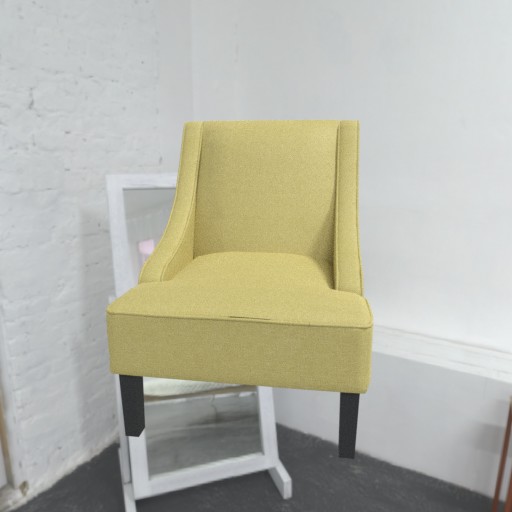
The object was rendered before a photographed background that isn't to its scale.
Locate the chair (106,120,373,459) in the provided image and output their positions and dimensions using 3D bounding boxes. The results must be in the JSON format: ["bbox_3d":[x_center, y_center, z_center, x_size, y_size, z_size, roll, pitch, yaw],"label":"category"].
[{"bbox_3d":[0.000,0.000,1.465,0.696,0.896,0.814,2,14,8],"label":"chair"}]
